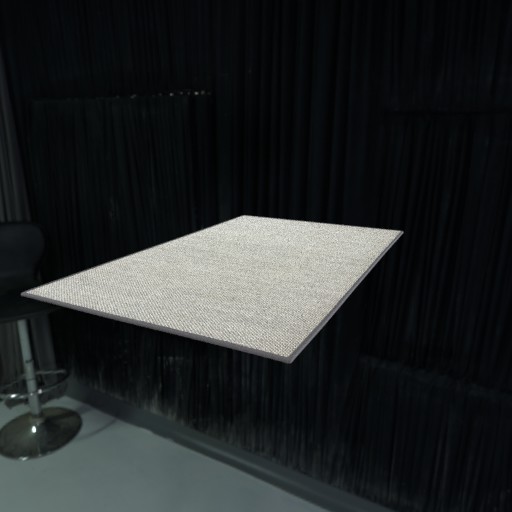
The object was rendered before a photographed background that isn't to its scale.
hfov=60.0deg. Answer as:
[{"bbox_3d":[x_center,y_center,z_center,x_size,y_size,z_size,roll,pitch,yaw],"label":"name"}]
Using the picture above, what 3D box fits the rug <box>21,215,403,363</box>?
[{"bbox_3d":[0.000,0.000,2.087,1.067,0.013,1.676,8,18,26],"label":"rug"}]
